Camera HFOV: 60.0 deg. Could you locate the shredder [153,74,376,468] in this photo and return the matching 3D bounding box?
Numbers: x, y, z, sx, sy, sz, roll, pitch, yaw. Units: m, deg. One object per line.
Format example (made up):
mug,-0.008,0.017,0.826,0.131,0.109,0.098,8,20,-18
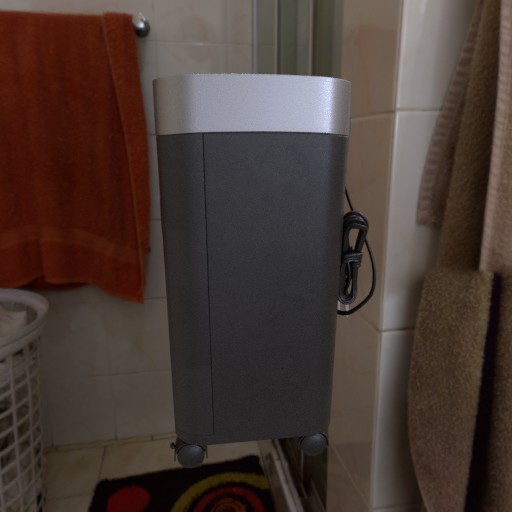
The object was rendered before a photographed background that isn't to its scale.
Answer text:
shredder,0.000,0.000,0.600,0.237,0.419,0.311,-2,14,-8
